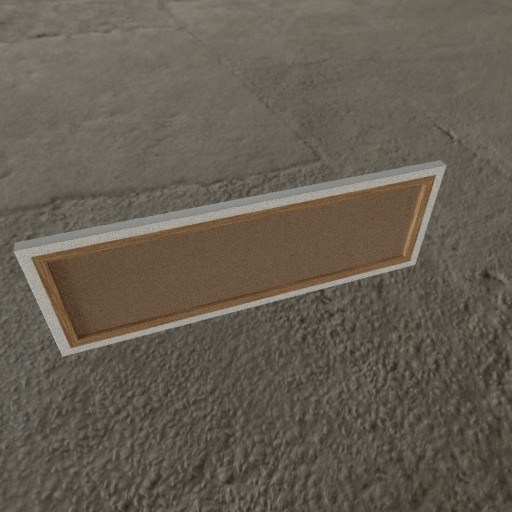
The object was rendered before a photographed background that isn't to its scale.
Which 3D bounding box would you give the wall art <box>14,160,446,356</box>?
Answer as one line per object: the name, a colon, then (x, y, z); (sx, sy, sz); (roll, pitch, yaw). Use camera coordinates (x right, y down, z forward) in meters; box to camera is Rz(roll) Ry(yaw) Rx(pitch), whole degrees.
wall art: (0.000, 0.000, 1.670); (1.520, 0.507, 0.044); (-13, 42, -15)
